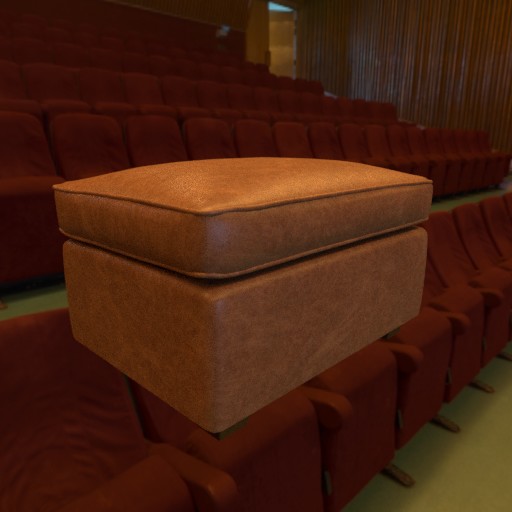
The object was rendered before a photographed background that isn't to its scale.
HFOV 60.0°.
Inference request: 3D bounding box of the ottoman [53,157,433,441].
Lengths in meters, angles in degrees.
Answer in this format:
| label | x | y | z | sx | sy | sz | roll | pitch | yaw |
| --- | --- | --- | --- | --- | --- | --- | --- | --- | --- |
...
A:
| label | x | y | z | sx | sy | sz | roll | pitch | yaw |
| --- | --- | --- | --- | --- | --- | --- | --- | --- | --- |
| ottoman | 0.000 | 0.000 | 1.085 | 0.554 | 0.468 | 0.756 | 14 | 20 | 43 |
